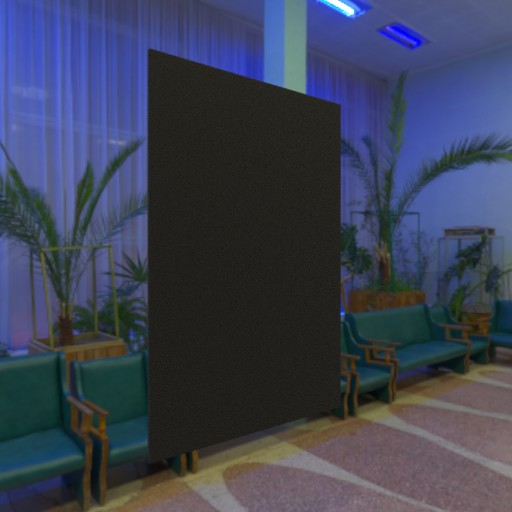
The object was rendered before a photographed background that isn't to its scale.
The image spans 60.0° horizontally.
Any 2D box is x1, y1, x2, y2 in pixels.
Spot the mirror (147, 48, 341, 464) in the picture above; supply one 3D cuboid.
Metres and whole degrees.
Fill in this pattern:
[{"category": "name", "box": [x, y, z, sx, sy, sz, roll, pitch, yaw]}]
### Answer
[{"category": "mirror", "box": [0.000, 0.000, 1.172, 0.613, 0.914, 0.039, 0, 0, -37]}]
